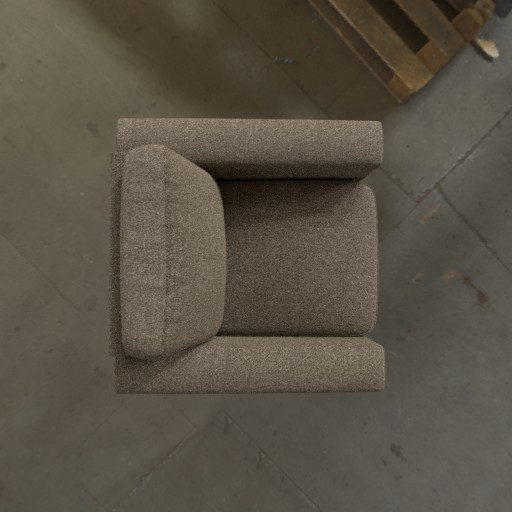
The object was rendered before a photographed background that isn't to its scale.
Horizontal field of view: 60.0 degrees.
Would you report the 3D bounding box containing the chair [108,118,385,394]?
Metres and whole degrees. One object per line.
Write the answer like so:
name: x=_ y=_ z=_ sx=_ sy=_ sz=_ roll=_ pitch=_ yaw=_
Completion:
chair: x=0.000 y=0.000 z=1.732 sx=1.016 sy=0.873 sz=1.005 roll=0 pitch=88 yaw=-2
